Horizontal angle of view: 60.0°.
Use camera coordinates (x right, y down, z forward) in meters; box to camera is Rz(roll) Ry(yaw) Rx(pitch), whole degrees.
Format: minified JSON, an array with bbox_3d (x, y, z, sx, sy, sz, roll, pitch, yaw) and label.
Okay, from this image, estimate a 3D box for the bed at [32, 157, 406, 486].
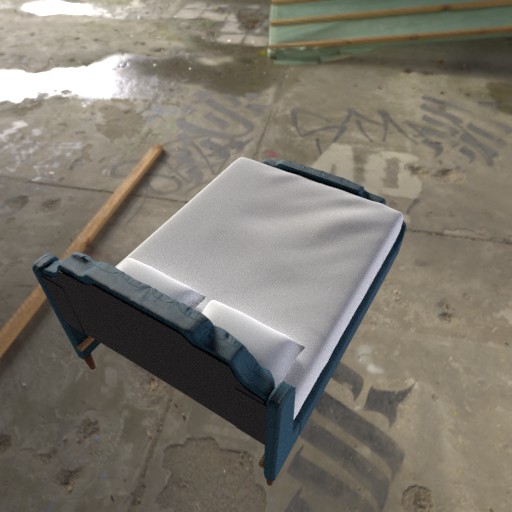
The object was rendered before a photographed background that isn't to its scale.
[{"bbox_3d":[0.000,0.000,3.298,1.676,1.351,2.322,24,51,21],"label":"bed"}]
